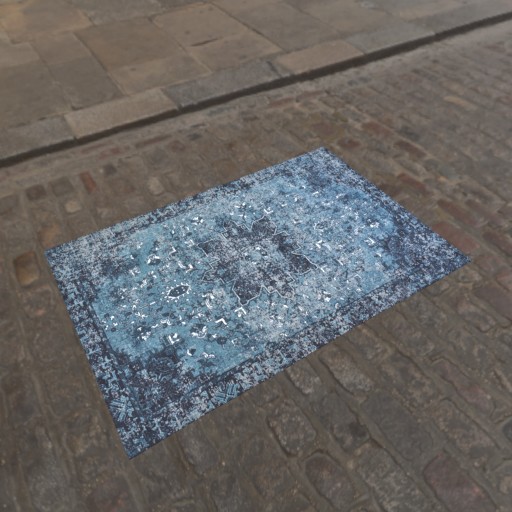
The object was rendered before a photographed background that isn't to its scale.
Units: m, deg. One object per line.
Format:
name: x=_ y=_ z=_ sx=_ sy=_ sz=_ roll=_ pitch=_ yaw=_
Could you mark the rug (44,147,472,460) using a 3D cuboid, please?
rug: x=0.000 y=0.000 z=2.270 sx=1.828 sy=0.005 sz=1.219 roll=-24 pitch=51 yaw=-21
